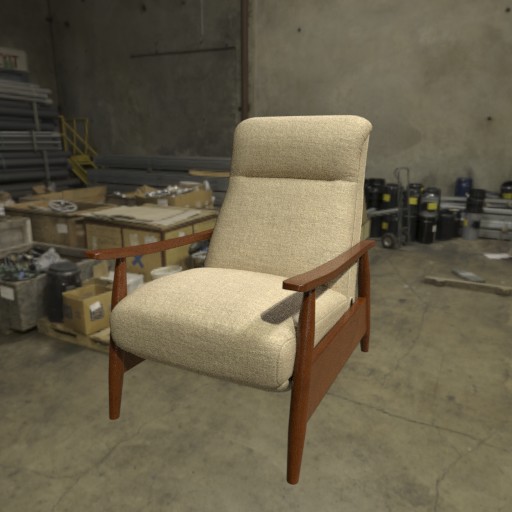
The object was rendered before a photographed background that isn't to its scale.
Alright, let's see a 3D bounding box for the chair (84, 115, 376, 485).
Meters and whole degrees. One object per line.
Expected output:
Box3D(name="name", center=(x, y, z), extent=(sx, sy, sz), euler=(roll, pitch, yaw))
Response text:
Box3D(name="chair", center=(0.000, 0.000, 1.735), extent=(0.762, 1.082, 1.014), euler=(7, 17, 25))
